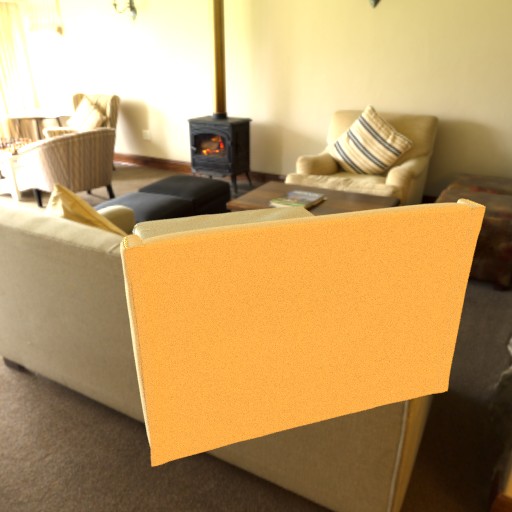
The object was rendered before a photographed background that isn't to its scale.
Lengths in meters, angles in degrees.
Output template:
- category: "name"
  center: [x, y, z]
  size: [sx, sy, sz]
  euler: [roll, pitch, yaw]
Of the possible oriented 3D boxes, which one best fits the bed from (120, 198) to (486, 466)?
- category: "bed"
  center: [0.000, 0.000, 3.363]
  size: [1.925, 1.332, 2.276]
  euler: [-8, 25, -16]
